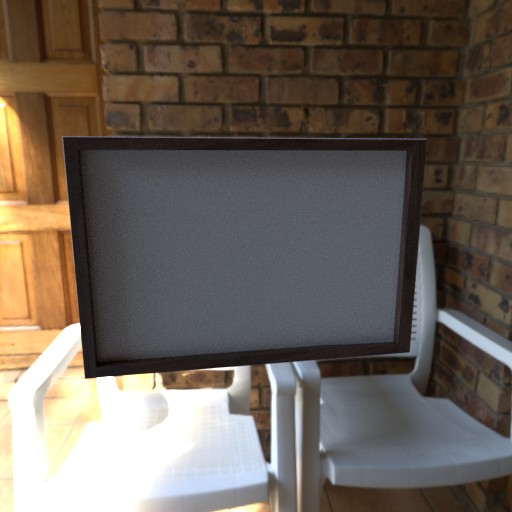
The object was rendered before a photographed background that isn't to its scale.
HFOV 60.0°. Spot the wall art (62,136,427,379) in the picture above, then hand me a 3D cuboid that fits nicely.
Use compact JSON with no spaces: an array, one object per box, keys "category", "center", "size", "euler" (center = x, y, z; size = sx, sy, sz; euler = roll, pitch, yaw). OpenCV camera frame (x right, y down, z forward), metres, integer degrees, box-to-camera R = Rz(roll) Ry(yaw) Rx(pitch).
[{"category":"wall art","center":[0.000,0.000,1.187],"size":[0.914,0.610,0.050],"euler":[-2,13,-10]}]
